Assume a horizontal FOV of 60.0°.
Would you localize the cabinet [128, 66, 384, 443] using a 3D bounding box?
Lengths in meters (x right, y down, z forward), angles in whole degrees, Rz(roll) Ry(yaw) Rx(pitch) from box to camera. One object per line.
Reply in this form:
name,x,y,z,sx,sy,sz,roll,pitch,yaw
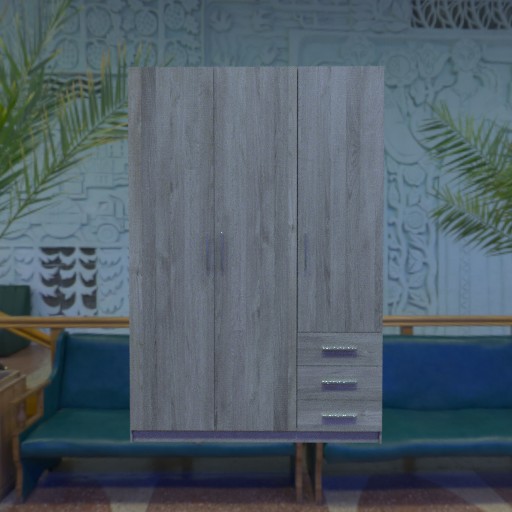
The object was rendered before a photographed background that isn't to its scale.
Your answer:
cabinet,0.000,0.000,2.483,1.290,1.910,0.510,0,1,1
